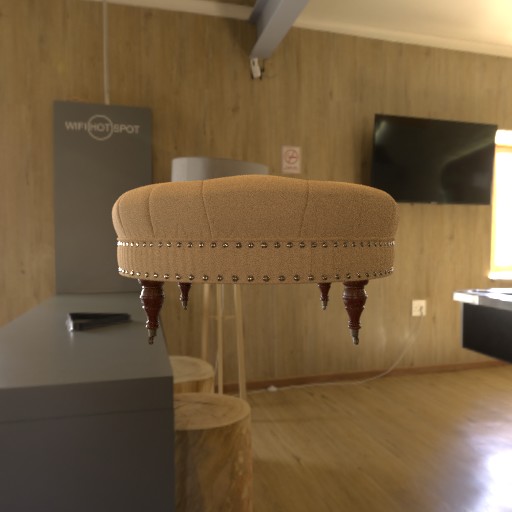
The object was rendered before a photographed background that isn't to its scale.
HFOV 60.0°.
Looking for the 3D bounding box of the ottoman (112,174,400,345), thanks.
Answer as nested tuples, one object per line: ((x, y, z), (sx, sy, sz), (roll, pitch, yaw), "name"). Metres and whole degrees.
((0.000, 0.000, 1.429), (0.901, 0.439, 0.901), (0, 2, 0), "ottoman")
